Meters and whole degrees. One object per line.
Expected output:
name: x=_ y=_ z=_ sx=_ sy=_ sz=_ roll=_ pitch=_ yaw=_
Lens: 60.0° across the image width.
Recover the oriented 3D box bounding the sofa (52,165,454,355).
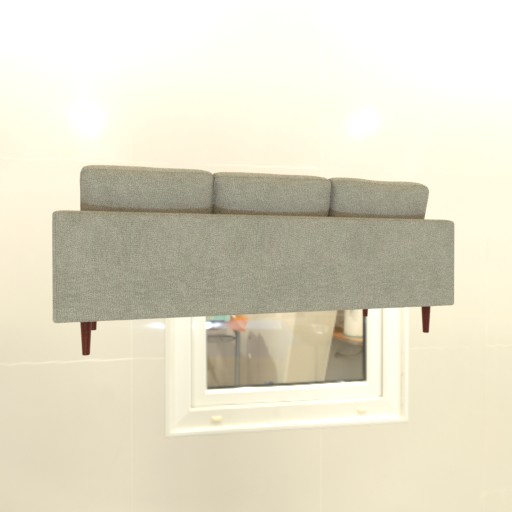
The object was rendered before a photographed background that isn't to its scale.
sofa: x=0.000 y=0.000 z=2.752 sx=2.246 sy=0.930 sz=0.903 roll=0 pitch=1 yaw=-17
